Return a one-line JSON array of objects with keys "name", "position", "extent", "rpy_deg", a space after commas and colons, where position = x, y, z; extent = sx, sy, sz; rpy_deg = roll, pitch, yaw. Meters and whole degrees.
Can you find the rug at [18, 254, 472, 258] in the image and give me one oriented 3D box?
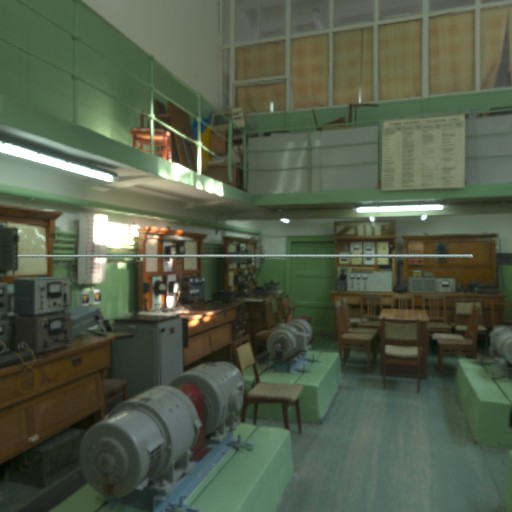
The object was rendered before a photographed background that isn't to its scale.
[{"name": "rug", "position": [0.000, 0.000, 2.804], "extent": [2.244, 0.017, 1.532], "rpy_deg": [0, 0, 16]}]
